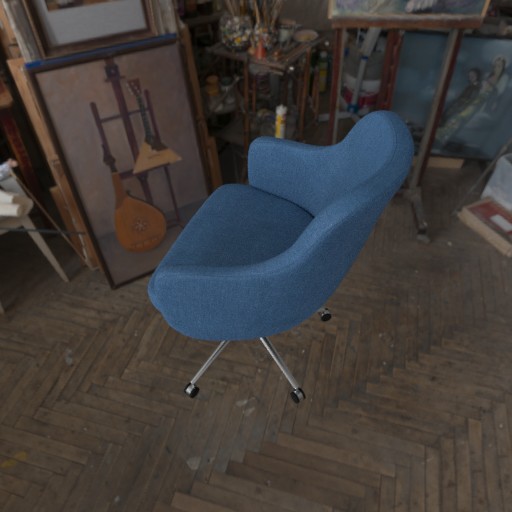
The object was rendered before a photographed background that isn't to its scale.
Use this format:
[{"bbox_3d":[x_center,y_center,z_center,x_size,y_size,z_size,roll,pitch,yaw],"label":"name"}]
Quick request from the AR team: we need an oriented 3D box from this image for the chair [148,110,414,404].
[{"bbox_3d":[0.000,0.000,1.234,0.655,0.820,0.599,16,49,15],"label":"chair"}]
